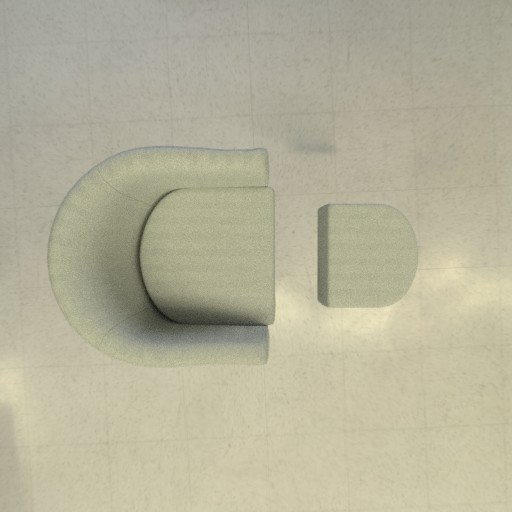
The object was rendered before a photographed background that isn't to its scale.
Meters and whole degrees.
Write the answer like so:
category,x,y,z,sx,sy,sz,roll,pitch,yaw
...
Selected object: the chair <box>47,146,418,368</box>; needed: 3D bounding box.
category,x,y,z,sx,sy,sz,roll,pitch,yaw
chair,0.000,0.000,1.721,1.288,0.757,0.756,0,91,-1
